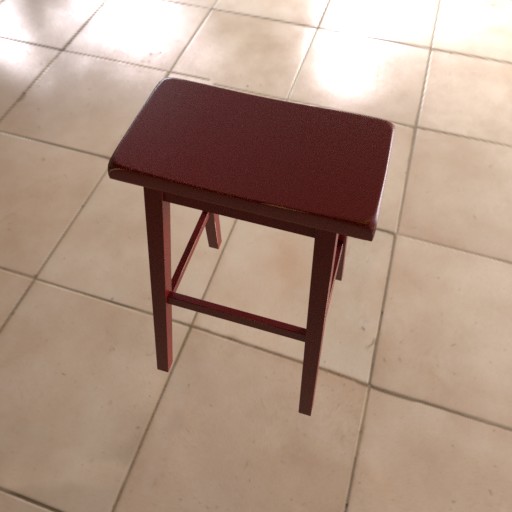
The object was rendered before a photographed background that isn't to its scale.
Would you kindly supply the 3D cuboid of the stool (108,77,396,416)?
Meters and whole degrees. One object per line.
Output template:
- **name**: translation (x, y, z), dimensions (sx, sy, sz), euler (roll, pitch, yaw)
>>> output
- **stool**: translation (0.000, 0.000, 1.062), dimensions (0.457, 0.737, 0.476), euler (14, 60, 9)
